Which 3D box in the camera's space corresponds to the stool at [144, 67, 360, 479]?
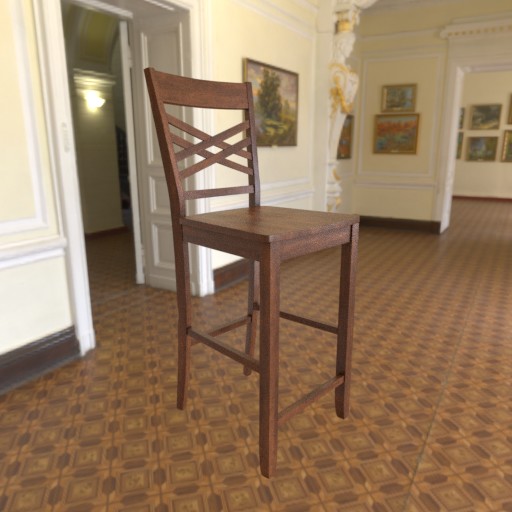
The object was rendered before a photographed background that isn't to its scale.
[{"bbox_3d":[0.000,0.000,1.381,0.504,1.098,0.426,13,19,42],"label":"stool"}]
